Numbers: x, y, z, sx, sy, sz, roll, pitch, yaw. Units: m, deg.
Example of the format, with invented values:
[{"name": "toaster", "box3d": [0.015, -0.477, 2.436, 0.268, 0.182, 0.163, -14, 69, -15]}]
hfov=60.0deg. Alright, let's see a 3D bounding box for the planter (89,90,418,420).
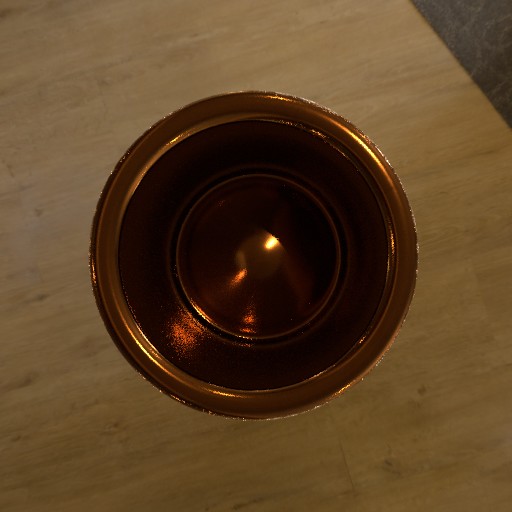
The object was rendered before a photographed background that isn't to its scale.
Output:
[{"name": "planter", "box3d": [0.000, 0.000, 0.310, 0.177, 0.157, 0.177, 0, 90, 2]}]
